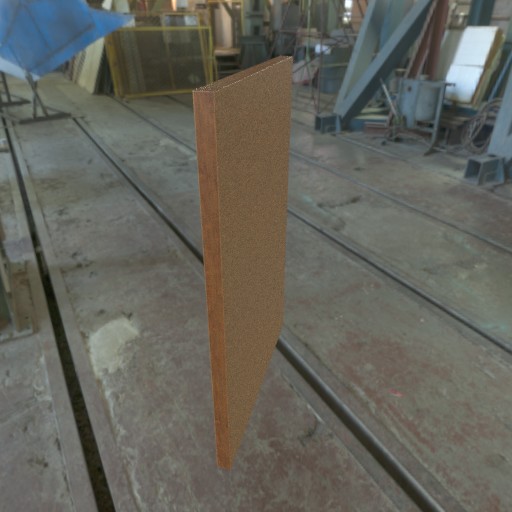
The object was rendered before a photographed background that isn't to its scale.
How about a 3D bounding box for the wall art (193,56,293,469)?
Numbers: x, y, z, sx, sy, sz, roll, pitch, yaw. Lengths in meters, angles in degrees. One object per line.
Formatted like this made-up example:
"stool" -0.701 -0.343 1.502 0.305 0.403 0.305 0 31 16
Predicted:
"wall art" 0.000 0.000 1.168 0.037 0.914 0.610 8 30 14
